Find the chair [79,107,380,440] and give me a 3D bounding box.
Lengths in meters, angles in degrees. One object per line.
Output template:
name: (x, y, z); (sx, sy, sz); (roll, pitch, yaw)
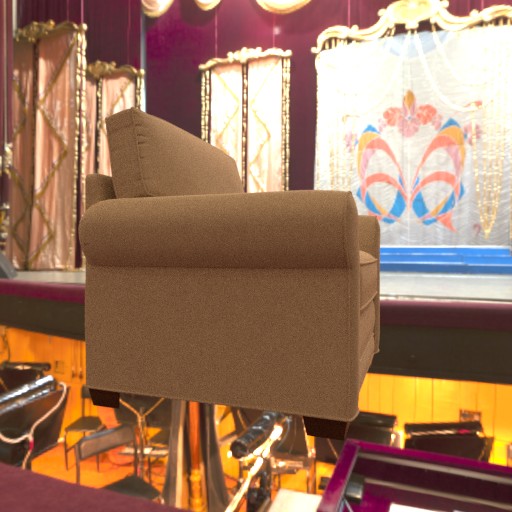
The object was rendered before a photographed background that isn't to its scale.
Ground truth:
chair: (0.000, 0.000, 1.686); (0.863, 0.955, 1.040); (0, 1, 19)
